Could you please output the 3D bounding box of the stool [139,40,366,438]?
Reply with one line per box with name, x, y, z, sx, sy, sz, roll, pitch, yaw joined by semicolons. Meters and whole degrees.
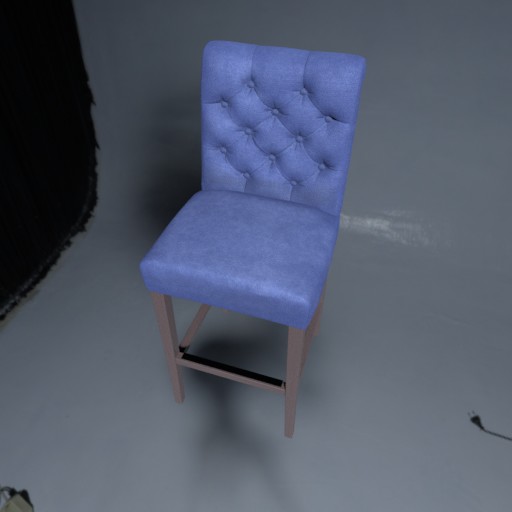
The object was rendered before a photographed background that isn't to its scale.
stool;0.000;0.000;1.444;0.493;1.140;0.601;12;44;13
